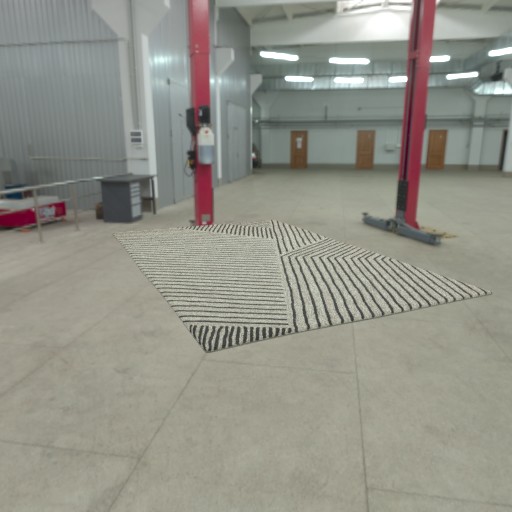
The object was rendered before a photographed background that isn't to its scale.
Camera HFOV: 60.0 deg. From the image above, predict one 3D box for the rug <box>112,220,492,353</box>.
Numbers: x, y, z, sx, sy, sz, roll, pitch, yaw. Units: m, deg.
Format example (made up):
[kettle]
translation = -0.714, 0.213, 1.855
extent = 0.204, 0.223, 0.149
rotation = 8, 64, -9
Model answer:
[rug]
translation = 0.000, 0.000, 2.985
extent = 1.539, 0.023, 2.406
rotation = -7, 16, -24
